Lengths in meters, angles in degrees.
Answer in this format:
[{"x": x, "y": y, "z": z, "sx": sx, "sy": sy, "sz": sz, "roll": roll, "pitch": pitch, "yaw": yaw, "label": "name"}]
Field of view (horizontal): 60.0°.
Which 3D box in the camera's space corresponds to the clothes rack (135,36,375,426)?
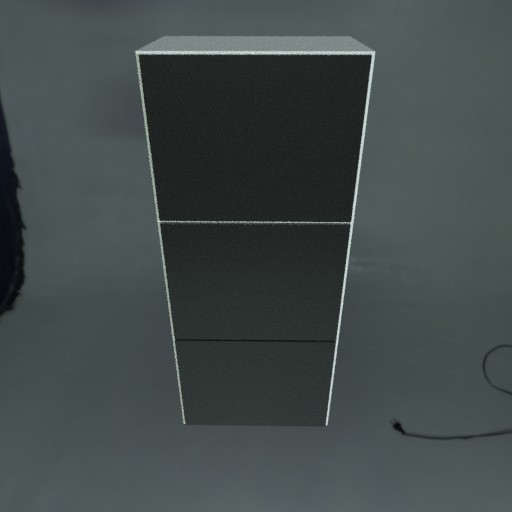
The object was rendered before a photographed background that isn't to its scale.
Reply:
[{"x": 0.000, "y": 0.000, "z": 1.363, "sx": 0.500, "sy": 1.187, "sz": 0.330, "roll": 0, "pitch": 31, "yaw": 1, "label": "clothes rack"}]
